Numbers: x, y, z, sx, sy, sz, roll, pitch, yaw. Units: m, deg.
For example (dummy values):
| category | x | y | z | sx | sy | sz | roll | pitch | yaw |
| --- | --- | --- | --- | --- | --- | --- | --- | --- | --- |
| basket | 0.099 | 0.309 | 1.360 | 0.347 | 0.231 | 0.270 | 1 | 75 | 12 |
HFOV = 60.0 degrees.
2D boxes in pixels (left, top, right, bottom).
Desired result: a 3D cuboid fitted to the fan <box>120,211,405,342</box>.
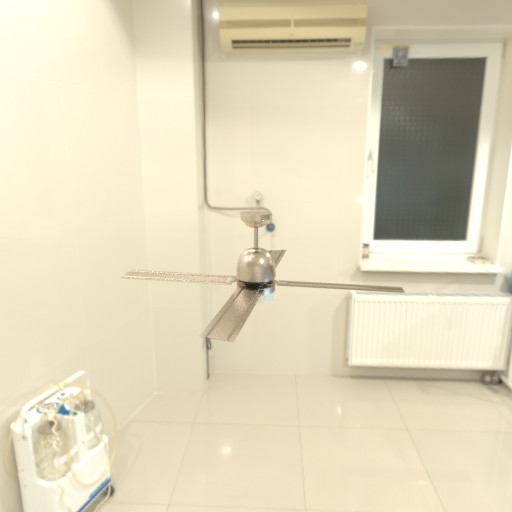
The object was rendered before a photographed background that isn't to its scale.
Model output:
| category | x | y | z | sx | sy | sz | roll | pitch | yaw |
| --- | --- | --- | --- | --- | --- | --- | --- | --- | --- |
| fan | 0.000 | 0.000 | 2.081 | 1.346 | 0.406 | 1.346 | 2 | 14 | 9 |
